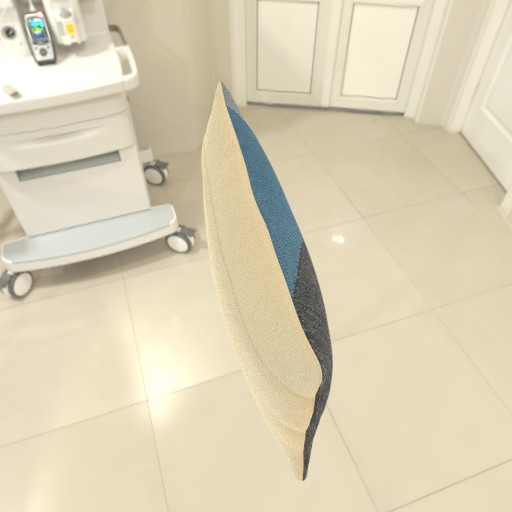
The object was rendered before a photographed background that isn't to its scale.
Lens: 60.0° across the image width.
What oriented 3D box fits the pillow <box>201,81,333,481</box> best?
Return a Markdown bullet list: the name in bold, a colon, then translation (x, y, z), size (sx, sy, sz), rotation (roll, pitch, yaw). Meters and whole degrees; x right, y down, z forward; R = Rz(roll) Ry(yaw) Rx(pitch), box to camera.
- **pillow**: translation (0.000, 0.000, 0.712), size (0.148, 0.307, 0.604), rotation (-9, 48, -8)
